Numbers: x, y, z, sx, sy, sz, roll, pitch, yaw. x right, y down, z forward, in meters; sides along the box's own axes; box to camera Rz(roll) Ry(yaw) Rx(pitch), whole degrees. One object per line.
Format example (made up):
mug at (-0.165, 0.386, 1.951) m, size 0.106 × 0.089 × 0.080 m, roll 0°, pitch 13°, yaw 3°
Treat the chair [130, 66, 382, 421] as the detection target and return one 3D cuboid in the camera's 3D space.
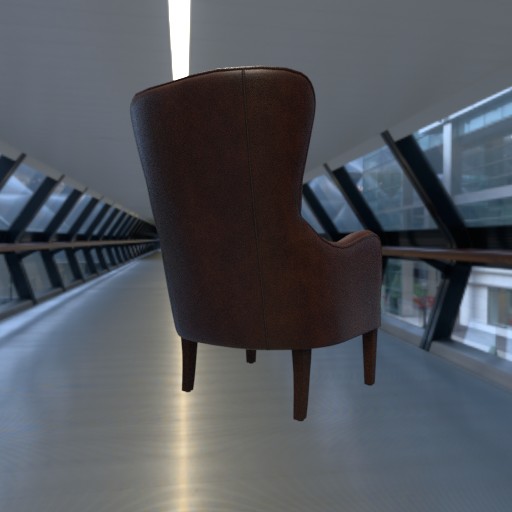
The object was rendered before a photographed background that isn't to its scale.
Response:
chair at (0.000, 0.000, 1.644) m, size 0.692 × 1.048 × 0.914 m, roll 1°, pitch 1°, yaw 35°
